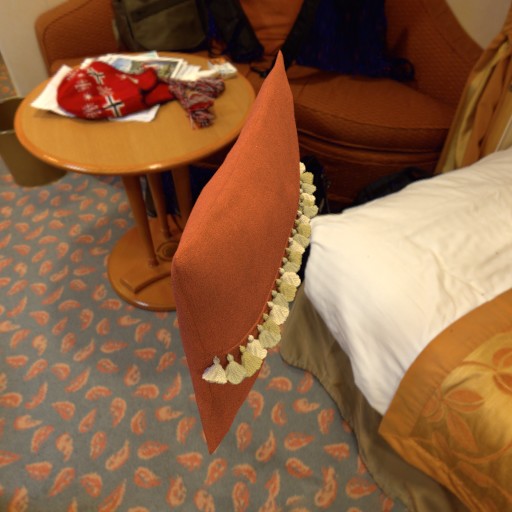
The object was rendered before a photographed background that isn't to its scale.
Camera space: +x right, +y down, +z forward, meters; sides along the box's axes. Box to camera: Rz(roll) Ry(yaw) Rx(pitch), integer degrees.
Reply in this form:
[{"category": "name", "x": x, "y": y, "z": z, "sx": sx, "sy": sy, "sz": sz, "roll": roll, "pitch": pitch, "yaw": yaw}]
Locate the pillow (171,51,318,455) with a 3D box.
[{"category": "pillow", "x": 0.000, "y": 0.000, "z": 0.727, "sx": 0.165, "sy": 0.482, "sz": 0.490, "roll": 11, "pitch": 48, "yaw": 10}]
